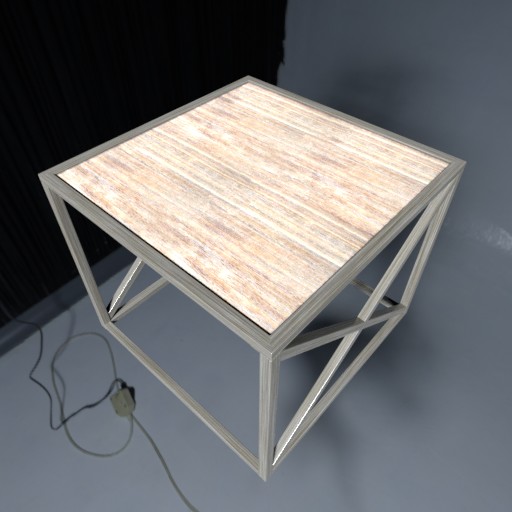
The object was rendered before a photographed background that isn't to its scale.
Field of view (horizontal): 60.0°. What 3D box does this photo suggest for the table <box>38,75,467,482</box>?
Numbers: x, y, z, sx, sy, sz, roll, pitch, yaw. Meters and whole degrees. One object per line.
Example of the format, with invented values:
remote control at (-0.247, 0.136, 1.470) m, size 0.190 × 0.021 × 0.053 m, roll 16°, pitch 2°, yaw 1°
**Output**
table at (0.000, 0.000, 1.070) m, size 0.609 × 0.507 × 0.611 m, roll 33°, pitch 54°, yaw 28°
